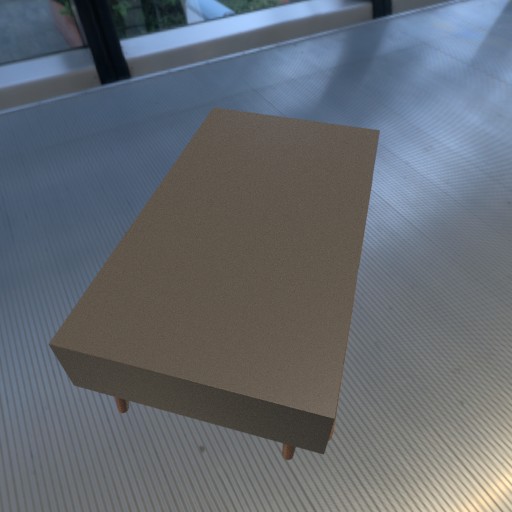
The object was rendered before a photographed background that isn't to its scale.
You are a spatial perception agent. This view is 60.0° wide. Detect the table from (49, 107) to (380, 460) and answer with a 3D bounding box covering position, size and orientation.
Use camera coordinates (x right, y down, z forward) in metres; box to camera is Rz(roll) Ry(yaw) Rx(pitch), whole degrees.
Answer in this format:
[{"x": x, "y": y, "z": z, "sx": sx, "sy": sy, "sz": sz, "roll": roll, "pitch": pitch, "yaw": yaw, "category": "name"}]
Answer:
[{"x": 0.000, "y": 0.000, "z": 1.544, "sx": 0.703, "sy": 0.404, "sz": 1.201, "roll": 11, "pitch": 47, "yaw": 11, "category": "table"}]
